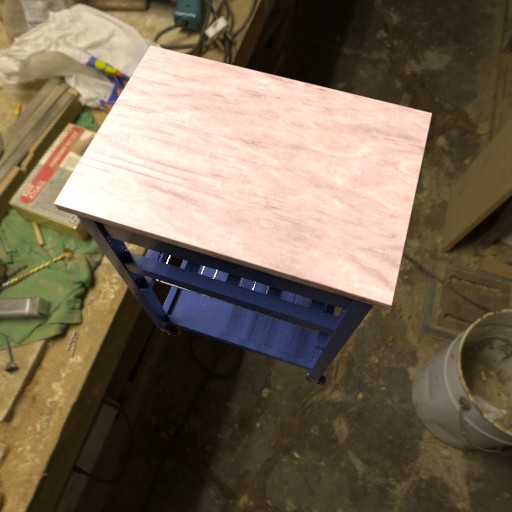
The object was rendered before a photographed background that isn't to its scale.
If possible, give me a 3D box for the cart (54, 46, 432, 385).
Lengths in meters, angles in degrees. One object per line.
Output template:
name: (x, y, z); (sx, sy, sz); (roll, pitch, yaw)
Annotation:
cart: (0.000, 0.000, 1.166); (0.584, 0.839, 0.403); (17, 66, 8)
